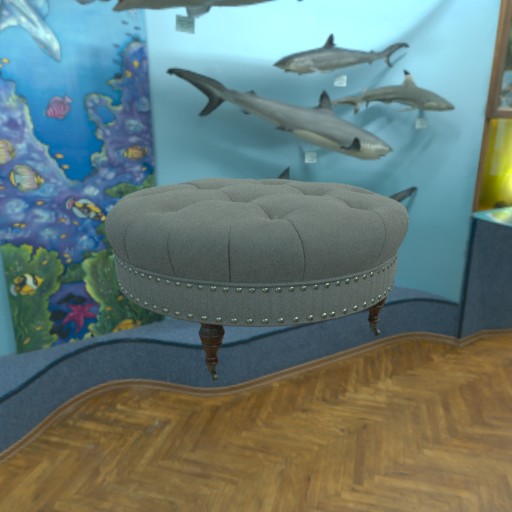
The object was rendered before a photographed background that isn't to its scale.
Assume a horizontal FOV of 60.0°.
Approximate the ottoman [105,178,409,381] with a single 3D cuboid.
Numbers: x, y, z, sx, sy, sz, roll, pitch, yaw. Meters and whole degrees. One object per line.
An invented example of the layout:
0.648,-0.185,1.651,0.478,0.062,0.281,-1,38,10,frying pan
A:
0.000,0.000,1.403,0.901,0.439,0.901,0,16,0,ottoman
